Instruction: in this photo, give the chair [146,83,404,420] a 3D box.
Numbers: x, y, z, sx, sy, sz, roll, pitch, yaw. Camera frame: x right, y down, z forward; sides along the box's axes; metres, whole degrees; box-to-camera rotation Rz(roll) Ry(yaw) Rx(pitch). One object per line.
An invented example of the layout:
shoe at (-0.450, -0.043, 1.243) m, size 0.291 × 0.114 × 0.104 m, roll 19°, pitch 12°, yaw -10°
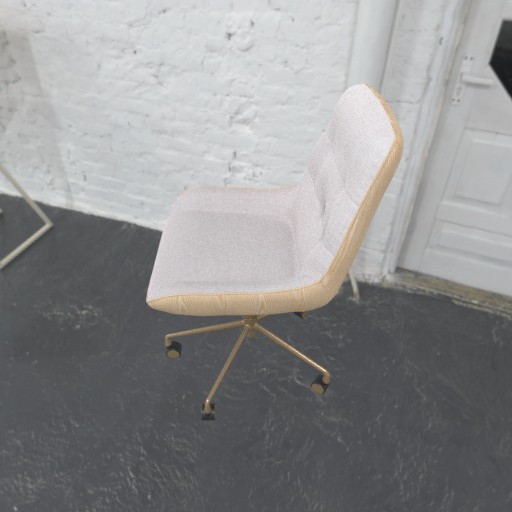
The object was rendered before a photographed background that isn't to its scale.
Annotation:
chair at (0.000, 0.000, 1.364) m, size 0.668 × 0.952 × 0.564 m, roll 0°, pitch 39°, yaw 0°
